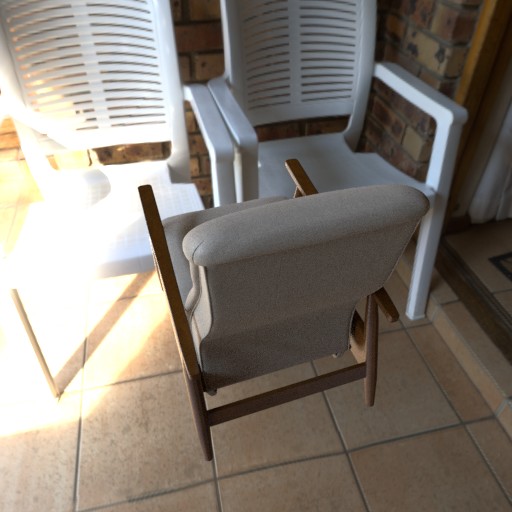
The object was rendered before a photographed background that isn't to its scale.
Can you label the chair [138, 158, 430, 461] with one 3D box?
[{"bbox_3d":[0.000,0.000,1.750,0.762,1.082,1.030,-13,44,-14],"label":"chair"}]
